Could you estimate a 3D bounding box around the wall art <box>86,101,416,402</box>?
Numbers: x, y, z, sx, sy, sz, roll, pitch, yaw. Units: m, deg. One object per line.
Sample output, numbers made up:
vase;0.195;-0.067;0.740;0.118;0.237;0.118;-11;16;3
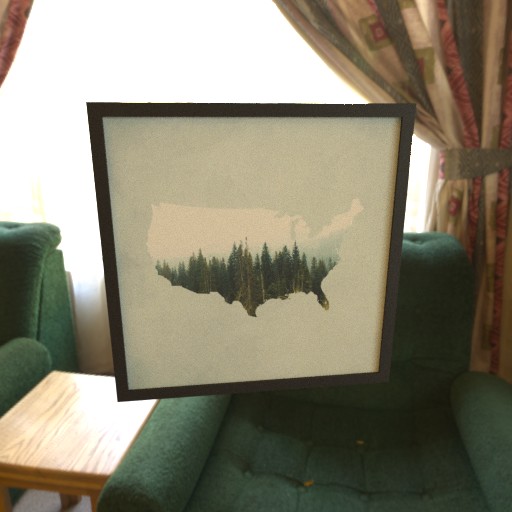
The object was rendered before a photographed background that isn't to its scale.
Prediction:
wall art;0.000;0.000;0.467;0.304;0.304;0.038;-2;17;-7
